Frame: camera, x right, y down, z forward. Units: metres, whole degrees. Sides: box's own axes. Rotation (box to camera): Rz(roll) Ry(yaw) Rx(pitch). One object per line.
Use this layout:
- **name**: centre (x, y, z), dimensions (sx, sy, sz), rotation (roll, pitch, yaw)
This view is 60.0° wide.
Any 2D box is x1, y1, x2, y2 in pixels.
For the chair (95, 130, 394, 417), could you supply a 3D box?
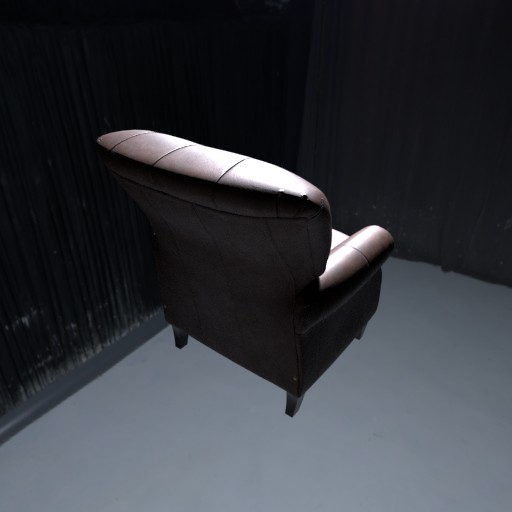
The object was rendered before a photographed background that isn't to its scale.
- **chair**: centre (0.000, 0.000, 1.961), dimensions (0.979, 1.162, 1.031), rotation (22, 37, 32)
